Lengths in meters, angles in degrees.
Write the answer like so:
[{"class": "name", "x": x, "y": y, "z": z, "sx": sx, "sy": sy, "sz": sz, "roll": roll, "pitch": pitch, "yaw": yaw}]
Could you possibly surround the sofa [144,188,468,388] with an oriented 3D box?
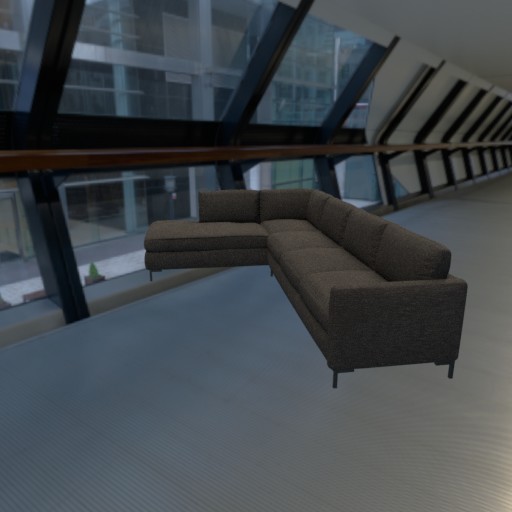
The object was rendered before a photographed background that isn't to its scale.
[{"class": "sofa", "x": 0.000, "y": 0.000, "z": 3.785, "sx": 2.007, "sy": 0.815, "sz": 2.949, "roll": -2, "pitch": 16, "yaw": -8}]
